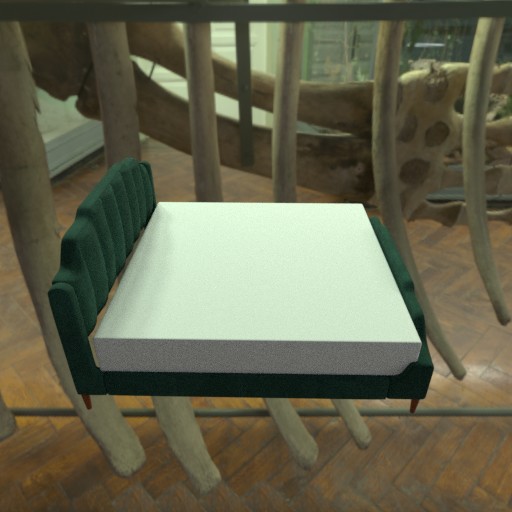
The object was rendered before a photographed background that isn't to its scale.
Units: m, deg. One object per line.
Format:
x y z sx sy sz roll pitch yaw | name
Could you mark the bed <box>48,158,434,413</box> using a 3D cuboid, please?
0.000 0.000 3.558 2.340 1.245 2.074 1 32 1 | bed
